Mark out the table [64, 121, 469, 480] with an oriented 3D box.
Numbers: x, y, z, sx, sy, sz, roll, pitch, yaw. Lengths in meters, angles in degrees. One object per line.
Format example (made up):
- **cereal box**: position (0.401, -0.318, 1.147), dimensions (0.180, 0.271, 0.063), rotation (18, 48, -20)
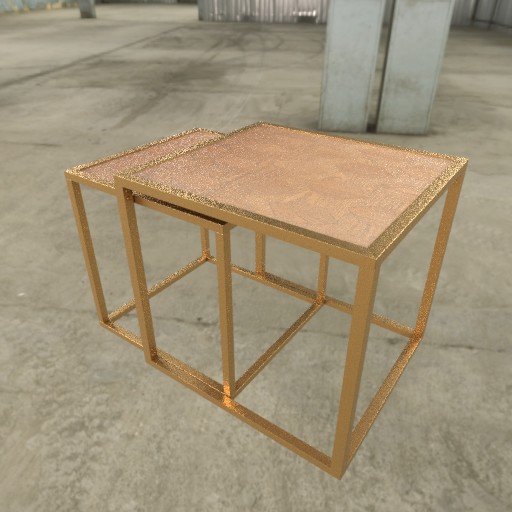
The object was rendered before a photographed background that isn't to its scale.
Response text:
- **table**: position (0.000, 0.000, 1.091), dimensions (0.762, 0.505, 0.505), rotation (20, 36, 30)
